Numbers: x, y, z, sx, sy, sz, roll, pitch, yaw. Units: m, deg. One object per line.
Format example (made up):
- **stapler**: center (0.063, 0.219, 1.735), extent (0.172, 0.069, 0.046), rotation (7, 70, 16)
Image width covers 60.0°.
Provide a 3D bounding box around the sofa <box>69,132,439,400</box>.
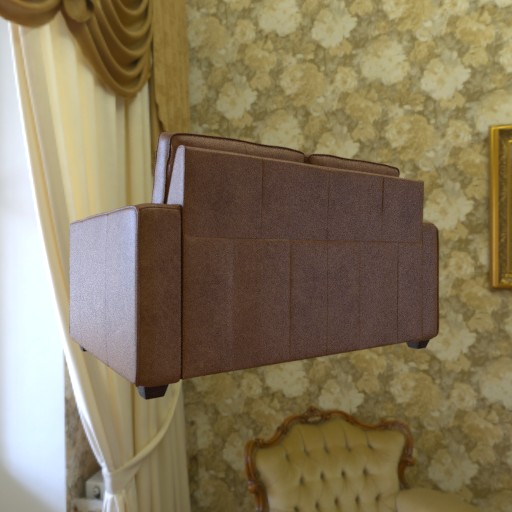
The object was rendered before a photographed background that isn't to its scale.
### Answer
- **sofa**: center (0.000, 0.000, 2.135), extent (1.532, 0.896, 1.020), rotation (0, 0, -33)
